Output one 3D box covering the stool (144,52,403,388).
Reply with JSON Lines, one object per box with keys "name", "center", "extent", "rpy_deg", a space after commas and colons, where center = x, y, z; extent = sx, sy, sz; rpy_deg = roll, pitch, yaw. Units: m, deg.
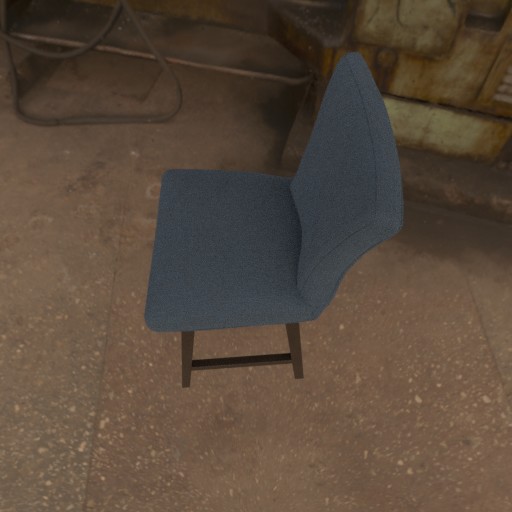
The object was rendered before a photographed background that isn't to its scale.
{"name": "stool", "center": [0.000, 0.000, 1.314], "extent": [0.574, 1.000, 0.514], "rpy_deg": [-1, 58, 0]}
